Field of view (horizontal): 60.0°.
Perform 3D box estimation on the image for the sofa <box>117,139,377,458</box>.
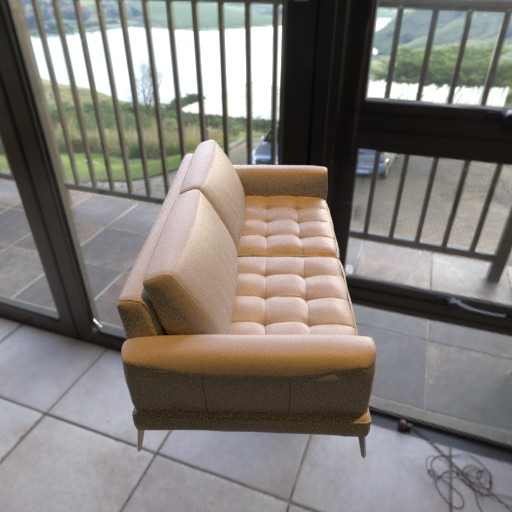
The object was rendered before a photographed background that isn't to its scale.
[{"bbox_3d":[0.000,0.000,2.762,1.121,0.930,2.177,1,33,1],"label":"sofa"}]
